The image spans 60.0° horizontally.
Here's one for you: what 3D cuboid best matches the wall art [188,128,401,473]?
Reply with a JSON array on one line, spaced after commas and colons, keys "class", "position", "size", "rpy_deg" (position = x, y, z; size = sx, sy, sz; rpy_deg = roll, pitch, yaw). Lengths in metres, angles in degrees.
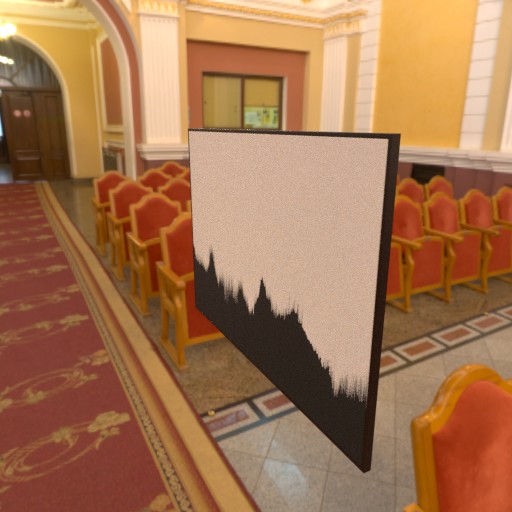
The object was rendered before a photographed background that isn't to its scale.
[{"class": "wall art", "position": [0.000, 0.000, 1.208], "size": [0.019, 0.660, 0.957], "rpy_deg": [-9, 19, -27]}]
